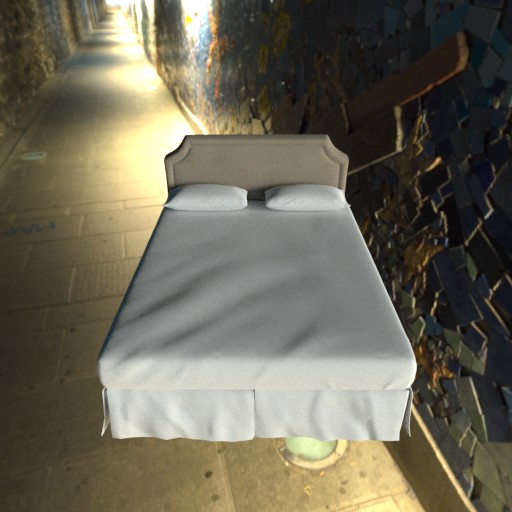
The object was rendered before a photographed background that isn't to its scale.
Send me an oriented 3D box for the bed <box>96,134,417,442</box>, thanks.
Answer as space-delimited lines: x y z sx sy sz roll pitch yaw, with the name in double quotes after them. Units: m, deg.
0.000 0.000 3.544 1.977 1.293 2.498 0 30 0 "bed"
